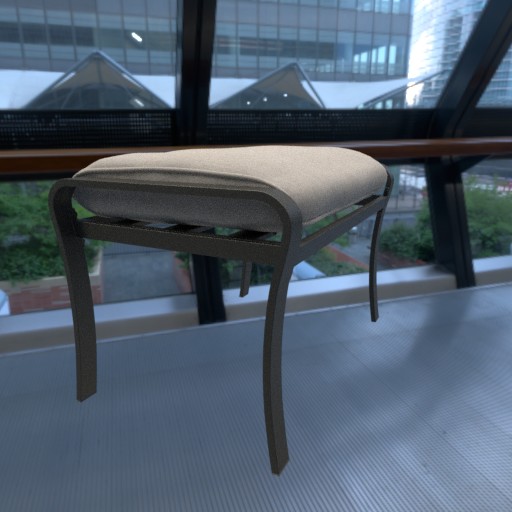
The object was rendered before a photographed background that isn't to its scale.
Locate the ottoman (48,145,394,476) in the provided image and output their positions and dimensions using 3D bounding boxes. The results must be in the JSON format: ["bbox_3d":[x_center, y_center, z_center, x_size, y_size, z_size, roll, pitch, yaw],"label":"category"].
[{"bbox_3d":[0.000,0.000,0.888,0.406,0.422,0.610,8,17,26],"label":"ottoman"}]
